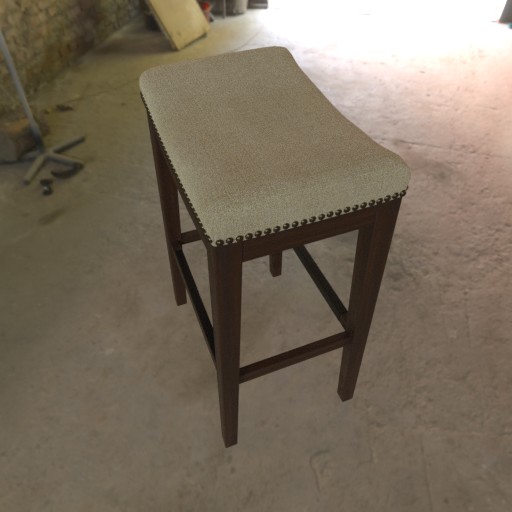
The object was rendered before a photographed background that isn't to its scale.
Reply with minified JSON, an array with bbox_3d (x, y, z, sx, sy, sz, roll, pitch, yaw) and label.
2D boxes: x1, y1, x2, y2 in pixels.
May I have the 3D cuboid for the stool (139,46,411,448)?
[{"bbox_3d":[0.000,0.000,1.043,0.363,0.768,0.509,-16,48,-15],"label":"stool"}]
